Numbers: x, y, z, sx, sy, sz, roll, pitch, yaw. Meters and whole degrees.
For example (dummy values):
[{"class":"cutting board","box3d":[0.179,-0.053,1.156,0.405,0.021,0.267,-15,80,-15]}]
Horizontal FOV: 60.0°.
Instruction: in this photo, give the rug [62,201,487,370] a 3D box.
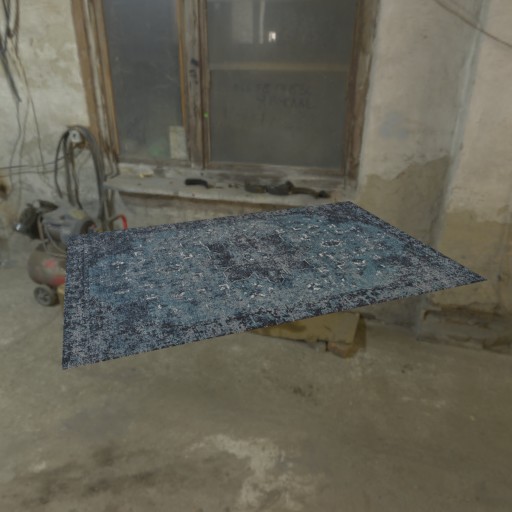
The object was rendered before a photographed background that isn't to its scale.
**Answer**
[{"class":"rug","box3d":[0.000,0.000,2.276,1.828,0.005,1.219,-9,27,-18]}]
